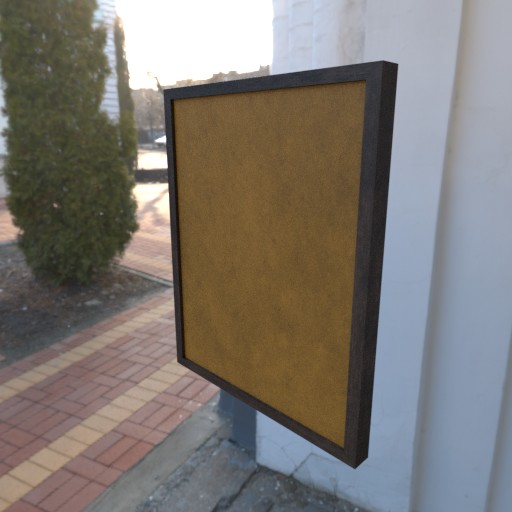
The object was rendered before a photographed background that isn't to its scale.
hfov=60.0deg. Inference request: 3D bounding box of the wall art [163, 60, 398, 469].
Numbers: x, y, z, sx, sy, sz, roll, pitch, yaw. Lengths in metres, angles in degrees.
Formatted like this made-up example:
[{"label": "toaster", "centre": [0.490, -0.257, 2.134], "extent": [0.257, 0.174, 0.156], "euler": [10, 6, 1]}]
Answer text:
[{"label": "wall art", "centre": [0.000, 0.000, 0.544], "extent": [0.027, 0.406, 0.329], "euler": [-14, 21, -43]}]
